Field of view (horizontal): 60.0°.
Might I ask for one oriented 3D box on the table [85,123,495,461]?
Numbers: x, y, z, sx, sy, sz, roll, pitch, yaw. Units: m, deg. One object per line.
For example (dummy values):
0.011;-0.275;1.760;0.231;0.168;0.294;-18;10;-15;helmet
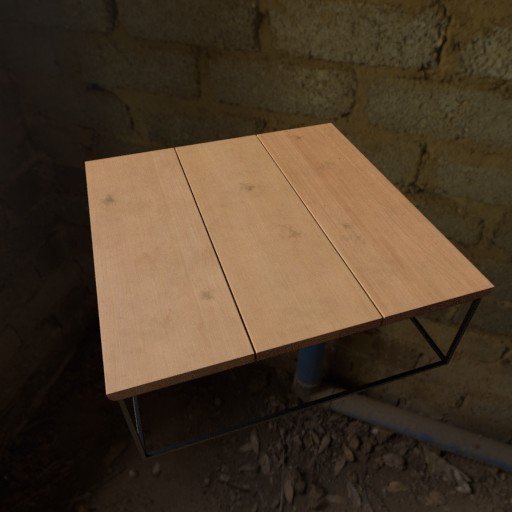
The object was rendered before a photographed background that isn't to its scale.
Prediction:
0.000;0.000;1.682;1.100;0.400;1.100;-13;44;-13;table
